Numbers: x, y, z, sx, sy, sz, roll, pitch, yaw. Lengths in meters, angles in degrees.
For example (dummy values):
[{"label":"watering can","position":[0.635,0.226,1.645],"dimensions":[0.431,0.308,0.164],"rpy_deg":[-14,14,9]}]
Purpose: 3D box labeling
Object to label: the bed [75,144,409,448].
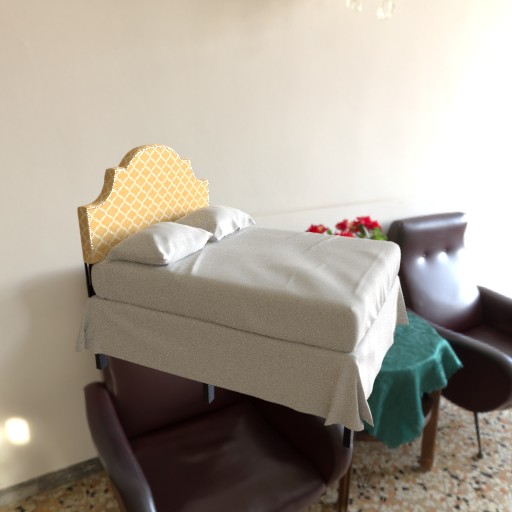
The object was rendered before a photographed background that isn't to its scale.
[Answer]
[{"label":"bed","position":[0.000,0.000,3.439],"dimensions":[2.222,1.633,1.780],"rpy_deg":[8,19,25]}]
